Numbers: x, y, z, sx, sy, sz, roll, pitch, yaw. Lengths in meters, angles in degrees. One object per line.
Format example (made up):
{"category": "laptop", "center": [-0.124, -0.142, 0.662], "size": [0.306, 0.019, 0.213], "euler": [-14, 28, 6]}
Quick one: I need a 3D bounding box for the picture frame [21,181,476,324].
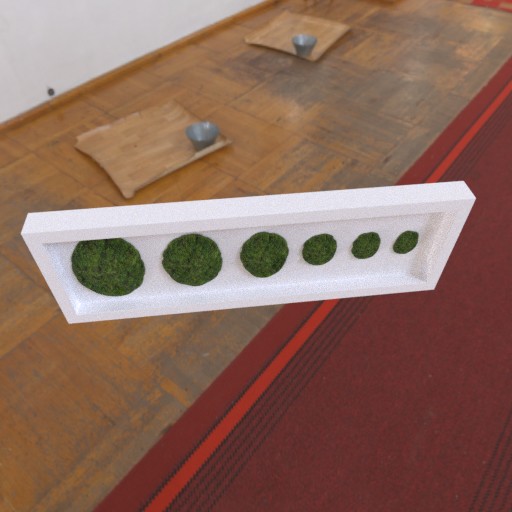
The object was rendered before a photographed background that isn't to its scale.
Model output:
{"category": "picture frame", "center": [0.000, 0.000, 0.842], "size": [0.759, 0.250, 0.050], "euler": [-5, 47, -5]}
